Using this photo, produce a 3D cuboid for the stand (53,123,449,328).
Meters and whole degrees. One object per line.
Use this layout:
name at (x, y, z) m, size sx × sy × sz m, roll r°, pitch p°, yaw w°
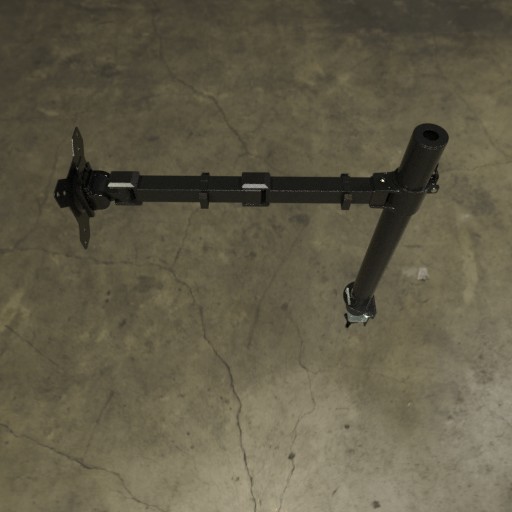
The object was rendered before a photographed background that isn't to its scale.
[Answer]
stand at (0.000, 0.000, 0.709) m, size 0.456 × 0.510 × 0.115 m, roll 1°, pitch 58°, yaw 0°
